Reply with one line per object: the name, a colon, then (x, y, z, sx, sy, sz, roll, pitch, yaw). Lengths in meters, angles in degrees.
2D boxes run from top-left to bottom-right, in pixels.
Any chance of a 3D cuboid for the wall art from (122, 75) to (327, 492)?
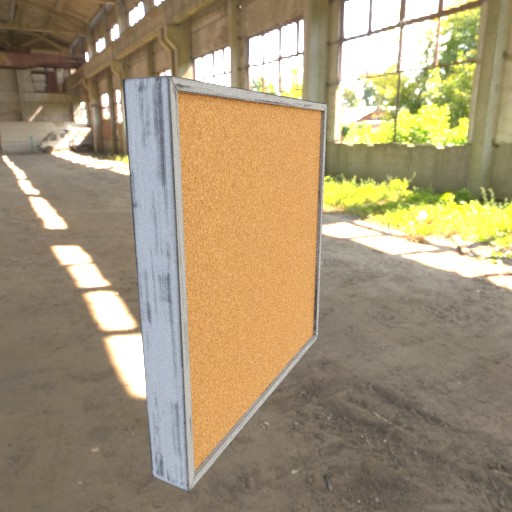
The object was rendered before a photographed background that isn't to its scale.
wall art: (0.000, 0.000, 0.443, 0.036, 0.303, 0.303, 8, 17, 26)
